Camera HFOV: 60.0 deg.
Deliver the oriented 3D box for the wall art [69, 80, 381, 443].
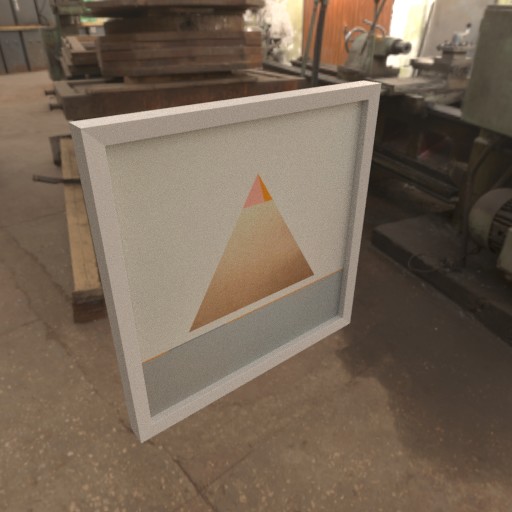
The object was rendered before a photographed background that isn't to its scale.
[{"bbox_3d":[0.000,0.000,1.901,1.289,1.291,0.098,-21,36,-33],"label":"wall art"}]
